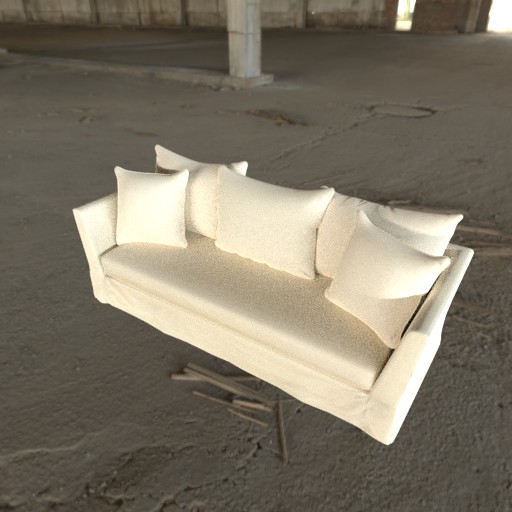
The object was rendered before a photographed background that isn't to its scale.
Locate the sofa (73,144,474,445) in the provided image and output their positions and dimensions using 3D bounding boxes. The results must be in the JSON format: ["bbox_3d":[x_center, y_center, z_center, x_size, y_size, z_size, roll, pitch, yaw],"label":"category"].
[{"bbox_3d":[0.000,0.000,2.994,2.484,1.042,1.030,19,35,29],"label":"sofa"}]
